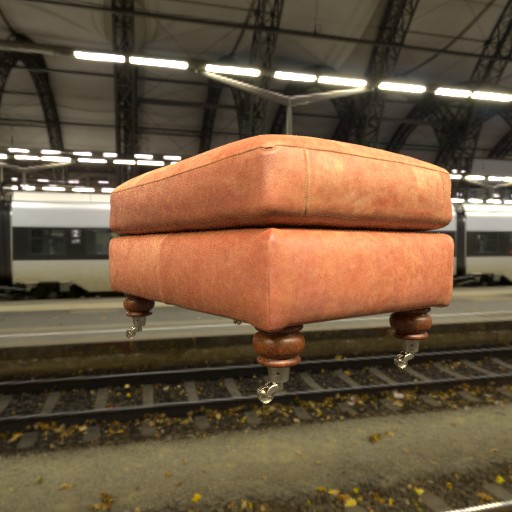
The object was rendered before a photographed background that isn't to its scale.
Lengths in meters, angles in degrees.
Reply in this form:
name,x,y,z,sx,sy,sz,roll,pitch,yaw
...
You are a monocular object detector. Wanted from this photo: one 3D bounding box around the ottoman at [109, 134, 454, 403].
name,x,y,z,sx,sy,sz,roll,pitch,yaw
ottoman,0.000,0.000,1.189,0.565,0.507,0.852,-1,1,-36
